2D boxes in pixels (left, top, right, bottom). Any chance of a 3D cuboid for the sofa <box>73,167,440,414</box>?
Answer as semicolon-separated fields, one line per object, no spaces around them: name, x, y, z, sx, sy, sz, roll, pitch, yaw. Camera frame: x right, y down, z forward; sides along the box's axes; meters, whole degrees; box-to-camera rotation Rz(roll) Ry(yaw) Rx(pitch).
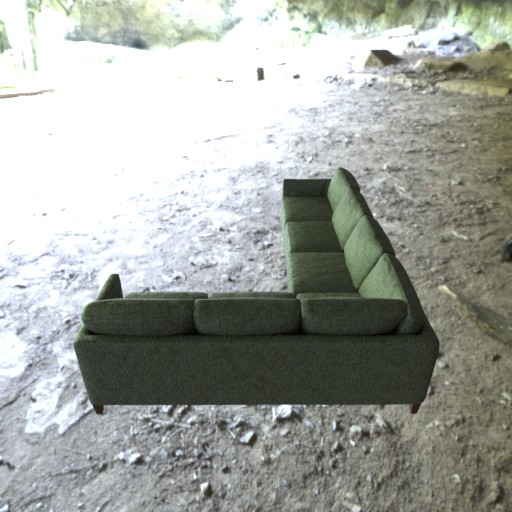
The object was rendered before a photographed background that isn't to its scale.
sofa;0.000;0.000;4.582;2.593;0.947;3.302;0;30;0
